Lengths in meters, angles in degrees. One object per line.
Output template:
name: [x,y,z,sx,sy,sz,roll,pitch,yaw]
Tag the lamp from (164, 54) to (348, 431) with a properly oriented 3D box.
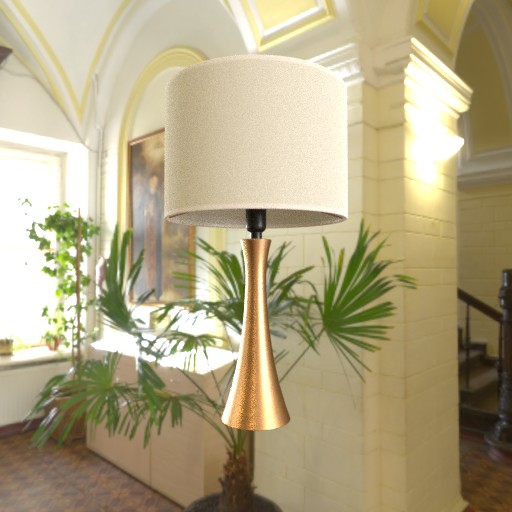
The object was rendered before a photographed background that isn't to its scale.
lamp: [0.000,0.000,0.660,0.268,0.479,0.268,0,-2,-1]
